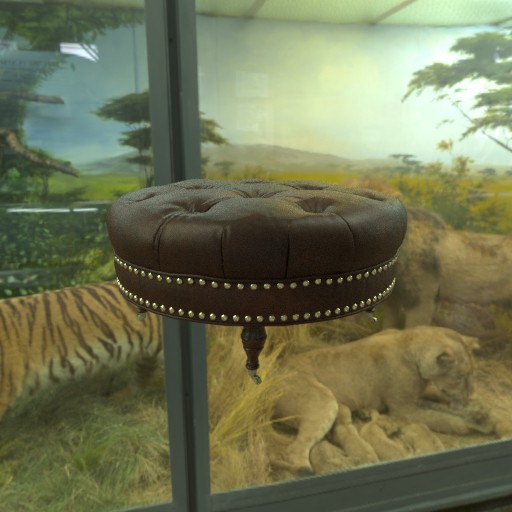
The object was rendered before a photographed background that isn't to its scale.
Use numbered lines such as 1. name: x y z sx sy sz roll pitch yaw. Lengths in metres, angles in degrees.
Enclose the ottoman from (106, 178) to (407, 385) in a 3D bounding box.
1. ottoman: 0.000 0.000 1.400 0.901 0.455 0.901 0 15 0
